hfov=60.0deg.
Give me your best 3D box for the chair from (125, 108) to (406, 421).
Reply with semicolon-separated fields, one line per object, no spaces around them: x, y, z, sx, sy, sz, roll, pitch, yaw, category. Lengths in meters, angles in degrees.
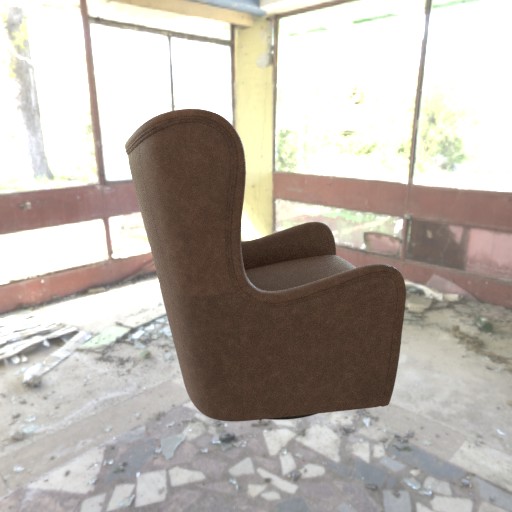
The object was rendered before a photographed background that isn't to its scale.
0.000;0.000;1.759;0.930;1.079;0.831;-3;16;-10;chair
